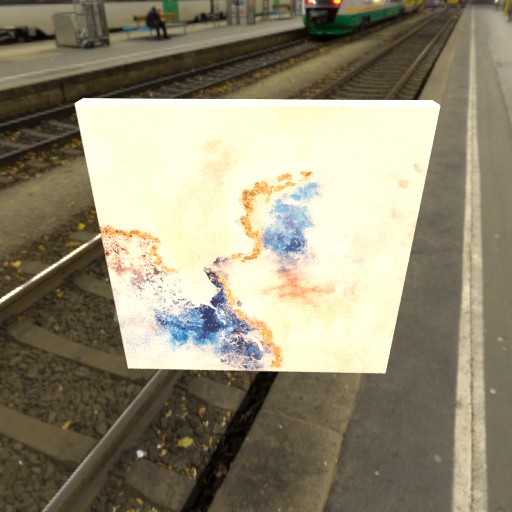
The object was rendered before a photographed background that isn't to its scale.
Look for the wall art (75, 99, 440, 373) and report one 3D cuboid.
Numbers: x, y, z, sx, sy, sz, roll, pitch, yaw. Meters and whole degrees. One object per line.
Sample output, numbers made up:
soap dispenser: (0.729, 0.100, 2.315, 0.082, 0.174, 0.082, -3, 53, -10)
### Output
wall art: (0.000, 0.000, 1.583, 1.061, 1.061, 0.071, 1, 31, 1)
